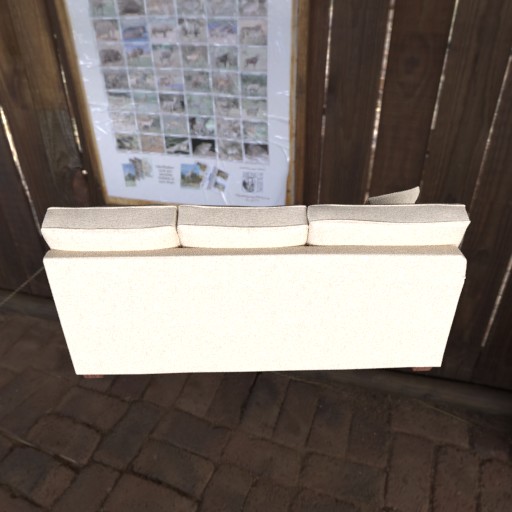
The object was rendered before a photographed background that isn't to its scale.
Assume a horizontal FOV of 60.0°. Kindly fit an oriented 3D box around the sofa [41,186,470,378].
[{"bbox_3d":[0.000,0.000,2.569,1.962,0.946,1.034,-1,30,-2],"label":"sofa"}]
